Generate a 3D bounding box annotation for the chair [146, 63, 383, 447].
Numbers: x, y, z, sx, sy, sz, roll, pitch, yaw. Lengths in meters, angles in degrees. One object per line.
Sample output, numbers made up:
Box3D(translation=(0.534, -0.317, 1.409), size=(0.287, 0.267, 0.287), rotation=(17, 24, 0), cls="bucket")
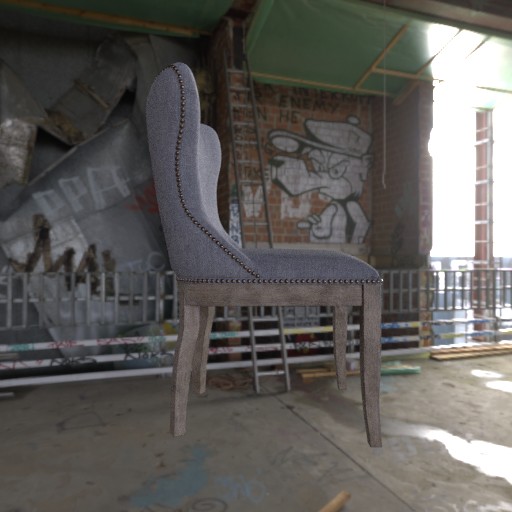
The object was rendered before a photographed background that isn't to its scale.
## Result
Box3D(translation=(0.000, 0.000, 1.433), size=(0.681, 1.002, 0.654), rotation=(0, 0, 1), cls="chair")
